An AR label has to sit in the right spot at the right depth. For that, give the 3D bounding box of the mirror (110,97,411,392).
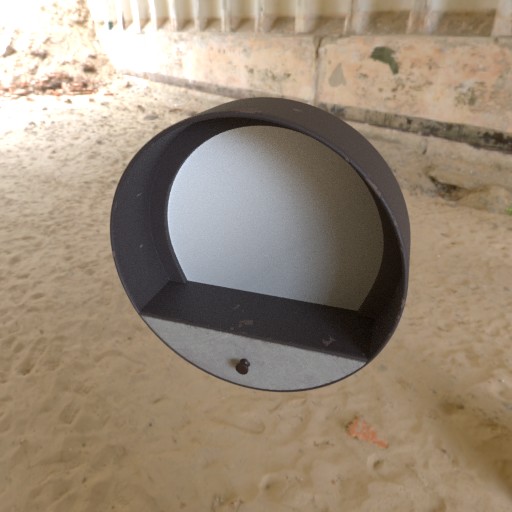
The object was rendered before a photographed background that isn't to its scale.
[{"bbox_3d":[0.000,0.000,0.589,0.386,0.386,0.126,9,29,16],"label":"mirror"}]
